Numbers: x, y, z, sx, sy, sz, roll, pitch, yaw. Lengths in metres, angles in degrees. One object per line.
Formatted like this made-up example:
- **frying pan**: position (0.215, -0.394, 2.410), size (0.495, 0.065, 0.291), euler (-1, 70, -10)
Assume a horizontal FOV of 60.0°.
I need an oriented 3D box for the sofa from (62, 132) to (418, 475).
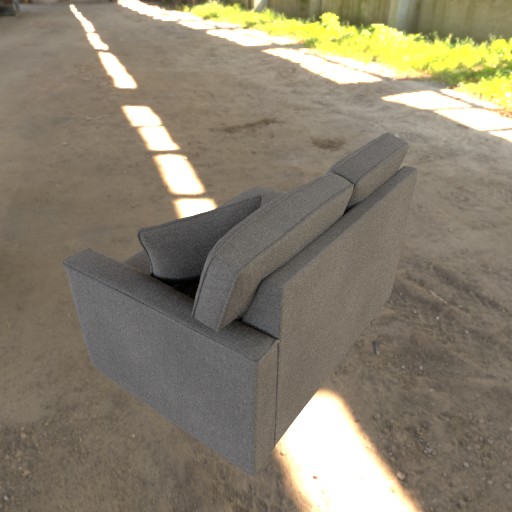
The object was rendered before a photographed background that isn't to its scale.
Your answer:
- **sofa**: position (0.000, 0.000, 2.104), size (0.991, 0.989, 1.388), euler (21, 38, 30)
